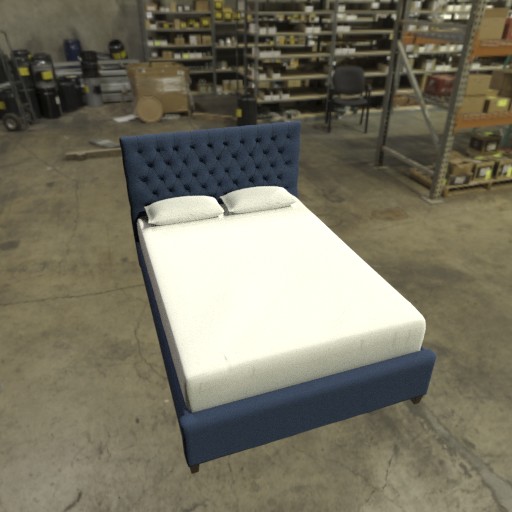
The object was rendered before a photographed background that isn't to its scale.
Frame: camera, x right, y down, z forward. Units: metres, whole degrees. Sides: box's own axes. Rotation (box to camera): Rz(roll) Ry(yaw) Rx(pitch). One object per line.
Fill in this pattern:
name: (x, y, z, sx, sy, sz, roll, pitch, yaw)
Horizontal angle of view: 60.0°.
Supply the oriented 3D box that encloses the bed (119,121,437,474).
bed: (0.000, 0.000, 3.472, 1.706, 1.427, 2.387, -10, 32, -16)
